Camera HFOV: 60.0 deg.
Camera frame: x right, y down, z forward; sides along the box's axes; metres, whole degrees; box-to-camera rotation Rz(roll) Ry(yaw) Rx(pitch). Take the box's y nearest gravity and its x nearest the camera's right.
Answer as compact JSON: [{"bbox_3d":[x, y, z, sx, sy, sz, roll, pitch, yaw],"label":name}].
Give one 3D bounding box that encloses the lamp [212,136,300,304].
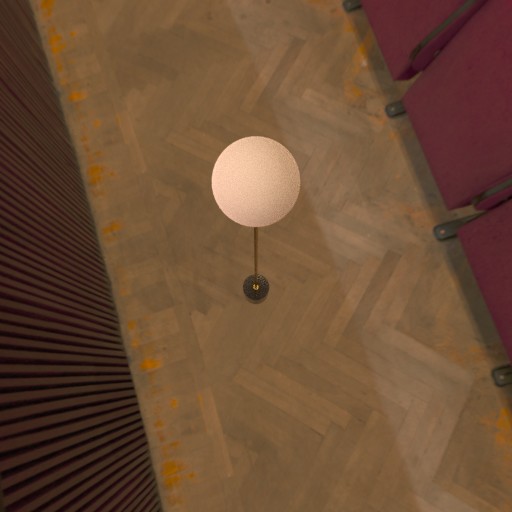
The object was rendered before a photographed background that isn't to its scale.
[{"bbox_3d":[0.000,0.000,1.878,0.229,1.748,0.229,-15,76,-4],"label":"lamp"}]
